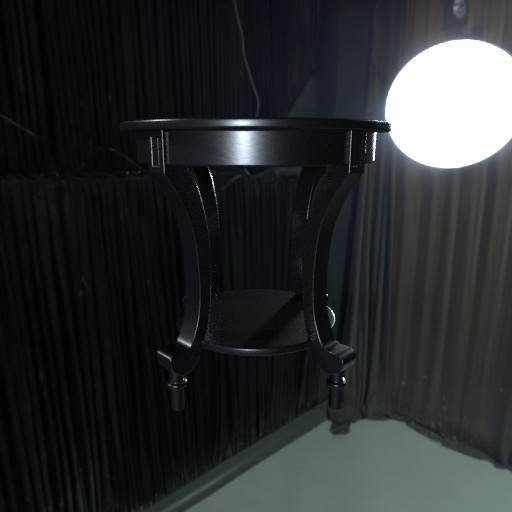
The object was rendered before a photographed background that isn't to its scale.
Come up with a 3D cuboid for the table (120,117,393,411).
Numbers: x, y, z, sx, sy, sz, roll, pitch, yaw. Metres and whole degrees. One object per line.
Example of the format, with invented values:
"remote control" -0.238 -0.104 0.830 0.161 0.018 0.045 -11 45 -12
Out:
"table" 0.000 0.000 1.086 0.597 0.618 0.597 0 14 0
